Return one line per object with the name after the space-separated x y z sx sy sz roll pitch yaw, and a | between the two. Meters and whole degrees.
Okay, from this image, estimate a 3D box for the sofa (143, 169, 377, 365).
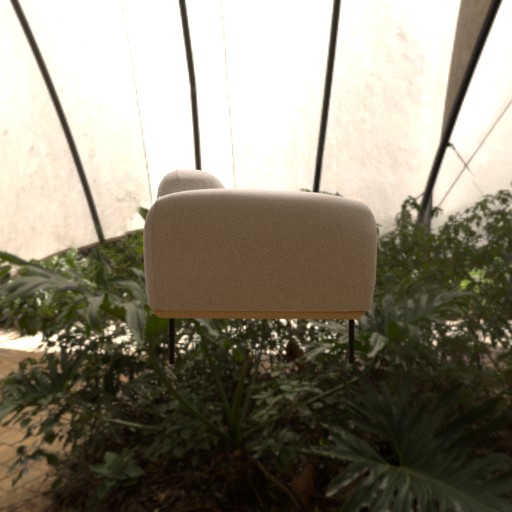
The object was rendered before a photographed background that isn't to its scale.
0.000 0.000 2.690 0.880 0.780 2.257 0 1 -1 | sofa
